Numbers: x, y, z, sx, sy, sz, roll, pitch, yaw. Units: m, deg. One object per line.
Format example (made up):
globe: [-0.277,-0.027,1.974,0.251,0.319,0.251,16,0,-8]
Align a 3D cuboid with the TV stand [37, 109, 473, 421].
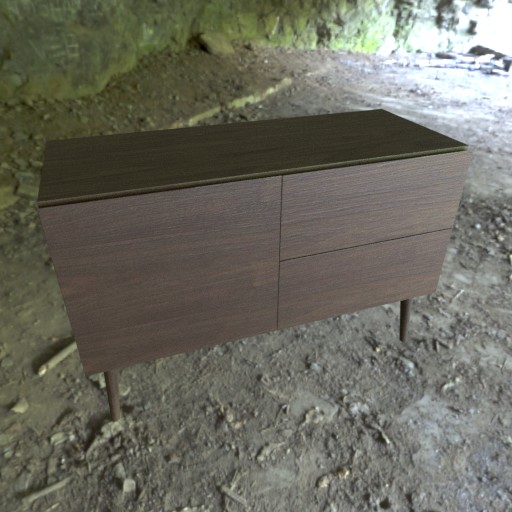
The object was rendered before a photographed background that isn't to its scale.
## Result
TV stand: [0.000,0.000,1.282,0.990,0.660,0.405,-11,34,-16]
